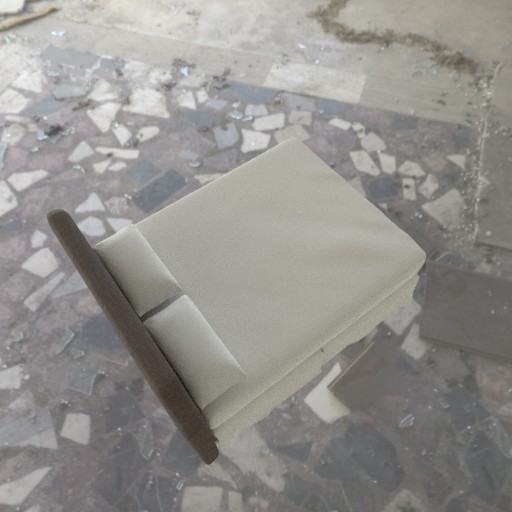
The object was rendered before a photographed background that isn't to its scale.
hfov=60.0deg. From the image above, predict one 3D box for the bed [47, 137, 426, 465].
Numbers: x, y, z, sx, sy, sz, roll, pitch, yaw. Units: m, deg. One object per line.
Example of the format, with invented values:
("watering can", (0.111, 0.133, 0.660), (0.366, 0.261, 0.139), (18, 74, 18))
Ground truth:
("bed", (0.000, 0.000, 3.181), (2.116, 1.290, 1.693), (-33, 64, -18))
